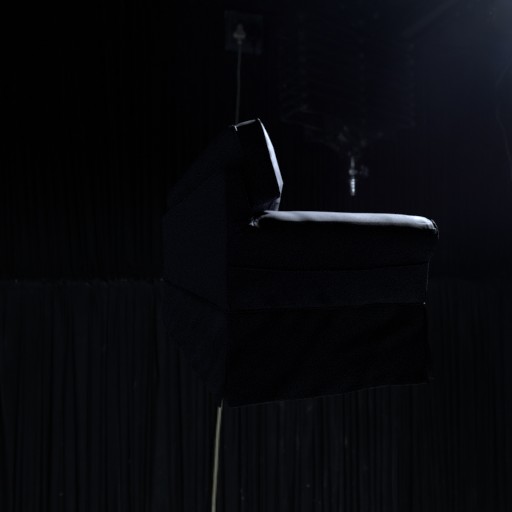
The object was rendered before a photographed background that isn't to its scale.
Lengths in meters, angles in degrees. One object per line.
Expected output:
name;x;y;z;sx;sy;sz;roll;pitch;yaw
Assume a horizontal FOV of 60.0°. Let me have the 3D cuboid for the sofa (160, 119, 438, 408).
sofa;0.000;0.000;2.757;0.983;1.094;2.256;0;0;-18
